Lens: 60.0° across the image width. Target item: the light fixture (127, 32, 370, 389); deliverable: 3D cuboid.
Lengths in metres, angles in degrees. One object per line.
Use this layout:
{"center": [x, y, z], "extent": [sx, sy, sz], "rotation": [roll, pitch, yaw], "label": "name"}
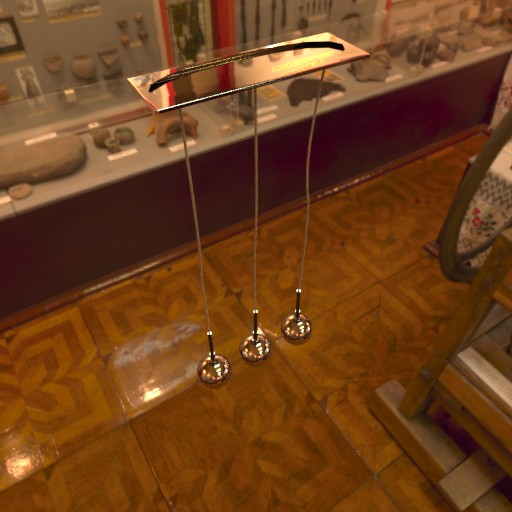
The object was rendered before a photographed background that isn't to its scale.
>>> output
{"center": [0.000, 0.000, 1.644], "extent": [0.623, 1.408, 0.188], "rotation": [-23, 50, -21], "label": "light fixture"}
